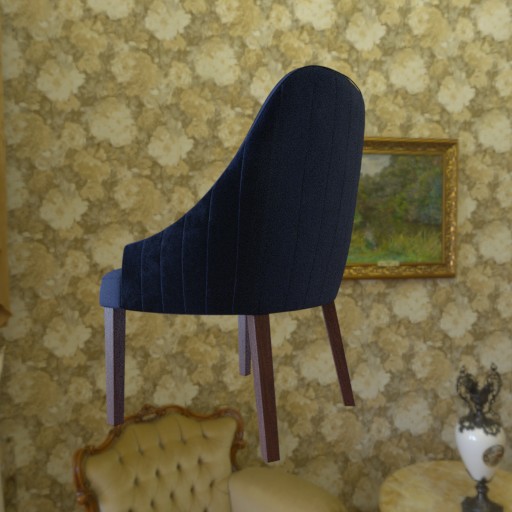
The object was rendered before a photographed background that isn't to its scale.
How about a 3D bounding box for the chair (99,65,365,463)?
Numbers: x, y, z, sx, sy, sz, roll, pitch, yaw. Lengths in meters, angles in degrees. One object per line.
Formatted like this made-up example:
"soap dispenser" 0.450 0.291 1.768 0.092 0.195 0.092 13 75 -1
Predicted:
"chair" 0.000 0.000 1.256 0.575 0.889 0.643 1 1 35
